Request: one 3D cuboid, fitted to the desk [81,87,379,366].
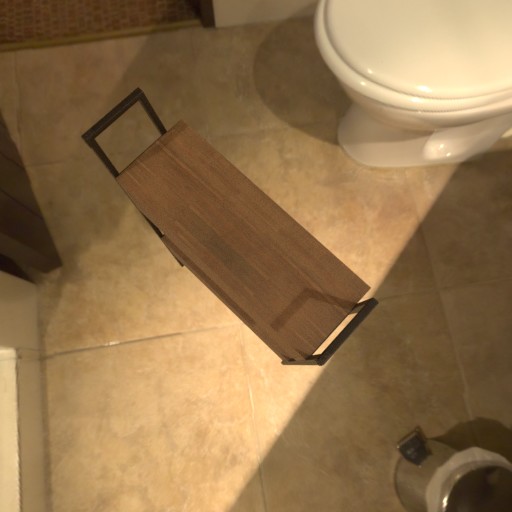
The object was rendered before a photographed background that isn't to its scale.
[{"bbox_3d":[0.000,0.000,2.181,0.982,1.809,0.515,43,80,9],"label":"desk"}]
